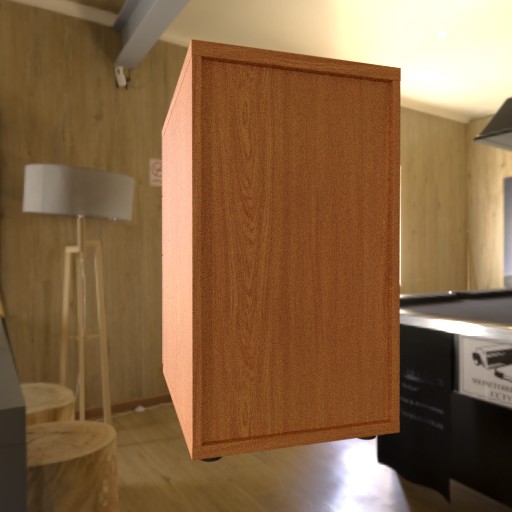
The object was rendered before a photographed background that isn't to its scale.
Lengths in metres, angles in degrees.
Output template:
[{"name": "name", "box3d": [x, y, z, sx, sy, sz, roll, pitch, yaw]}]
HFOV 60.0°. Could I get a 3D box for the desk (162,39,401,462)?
[{"name": "desk", "box3d": [0.000, 0.000, 1.087, 0.404, 0.730, 0.600, 0, 1, -17]}]
